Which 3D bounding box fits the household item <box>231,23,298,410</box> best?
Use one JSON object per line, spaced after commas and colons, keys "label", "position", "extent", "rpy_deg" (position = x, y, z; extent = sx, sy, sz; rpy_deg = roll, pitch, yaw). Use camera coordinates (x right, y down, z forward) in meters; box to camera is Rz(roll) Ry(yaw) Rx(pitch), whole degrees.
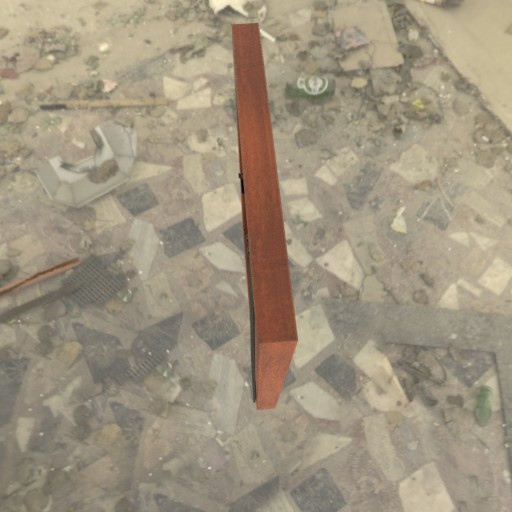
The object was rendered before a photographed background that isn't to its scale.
{"label": "household item", "position": [0.000, 0.000, 0.344], "extent": [0.020, 0.250, 0.200], "rpy_deg": [-4, 65, -2]}
